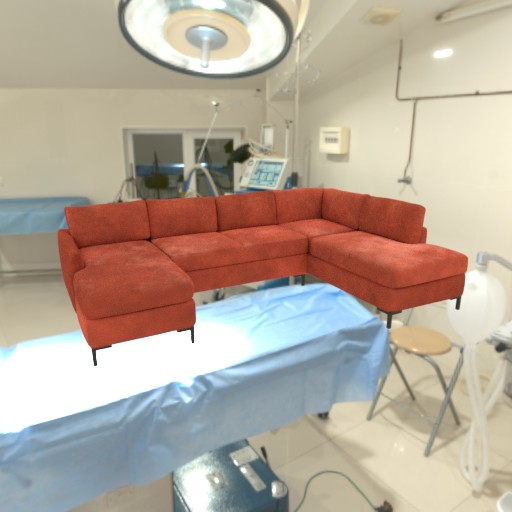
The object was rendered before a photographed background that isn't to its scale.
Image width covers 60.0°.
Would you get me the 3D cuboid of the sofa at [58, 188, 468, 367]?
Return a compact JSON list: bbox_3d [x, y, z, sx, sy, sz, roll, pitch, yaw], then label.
[{"bbox_3d":[0.000,0.000,3.802,2.971,0.858,1.981,-8,18,-27],"label":"sofa"}]
